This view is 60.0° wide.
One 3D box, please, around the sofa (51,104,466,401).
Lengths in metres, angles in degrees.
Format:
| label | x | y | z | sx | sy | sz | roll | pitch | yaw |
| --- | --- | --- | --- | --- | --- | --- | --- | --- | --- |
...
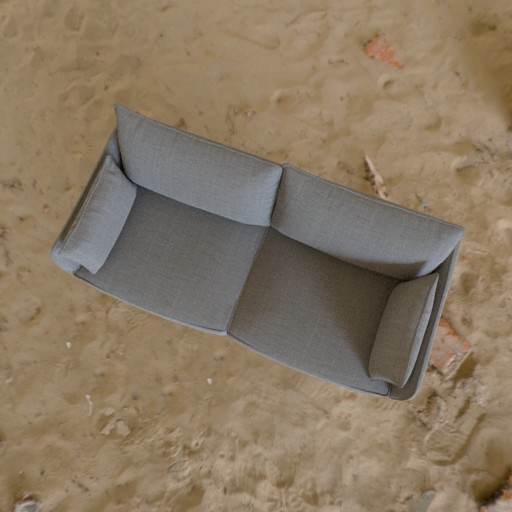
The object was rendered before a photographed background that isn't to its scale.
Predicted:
| label | x | y | z | sx | sy | sz | roll | pitch | yaw |
| --- | --- | --- | --- | --- | --- | --- | --- | --- | --- |
| sofa | 0.000 | 0.000 | 2.421 | 1.989 | 0.851 | 0.972 | 20 | 76 | 5 |
